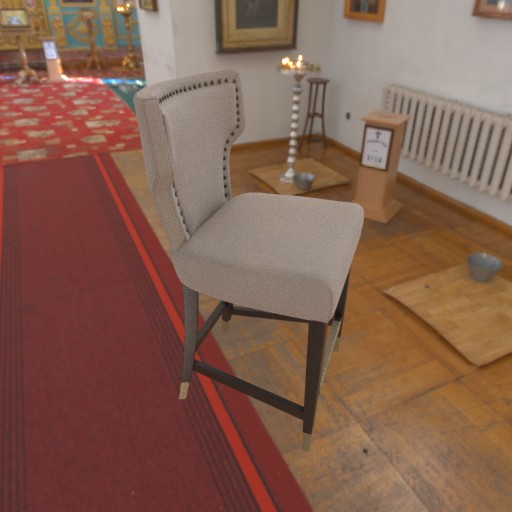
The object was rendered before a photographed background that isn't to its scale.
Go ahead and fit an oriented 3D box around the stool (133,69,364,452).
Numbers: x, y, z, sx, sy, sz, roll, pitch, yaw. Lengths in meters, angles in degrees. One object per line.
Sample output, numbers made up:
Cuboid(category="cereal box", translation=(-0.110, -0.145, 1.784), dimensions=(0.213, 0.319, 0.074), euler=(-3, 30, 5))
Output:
Cuboid(category="stool", translation=(0.000, 0.000, 1.336), dimensions=(0.563, 0.982, 0.527), euler=(10, 31, 17))
